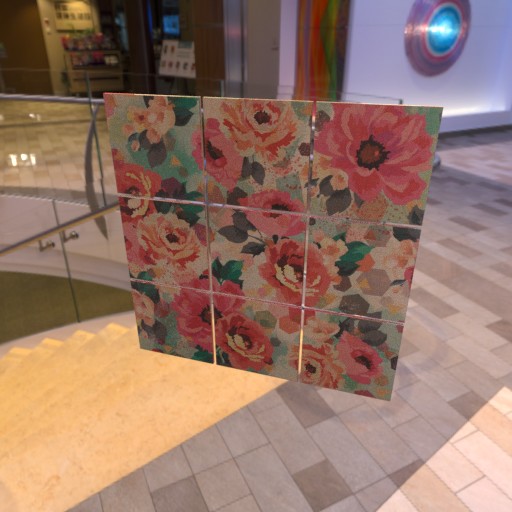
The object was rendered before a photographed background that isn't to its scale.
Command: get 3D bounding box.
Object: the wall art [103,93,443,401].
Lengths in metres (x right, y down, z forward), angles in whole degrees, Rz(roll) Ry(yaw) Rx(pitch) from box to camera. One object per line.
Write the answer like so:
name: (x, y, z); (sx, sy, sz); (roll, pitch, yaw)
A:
wall art: (0.000, 0.000, 1.354); (0.911, 0.910, 0.012); (8, 28, 15)
